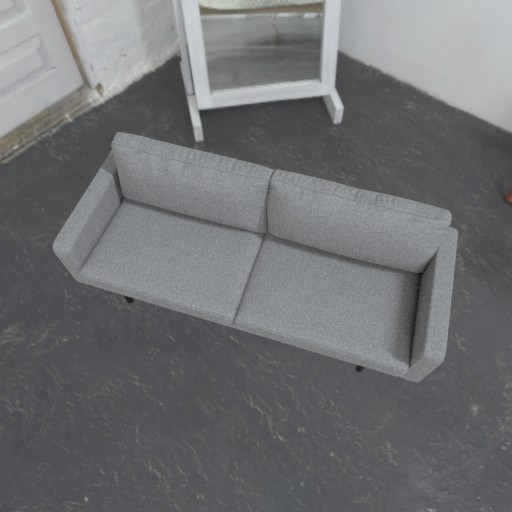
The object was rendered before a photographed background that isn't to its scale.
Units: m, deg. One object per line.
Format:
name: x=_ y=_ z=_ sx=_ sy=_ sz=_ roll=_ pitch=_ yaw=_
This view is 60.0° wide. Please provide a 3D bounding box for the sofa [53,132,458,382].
sofa: x=0.000 y=0.000 z=2.690 sx=2.200 sy=0.880 sz=0.880 roll=15 pitch=61 yaw=9
